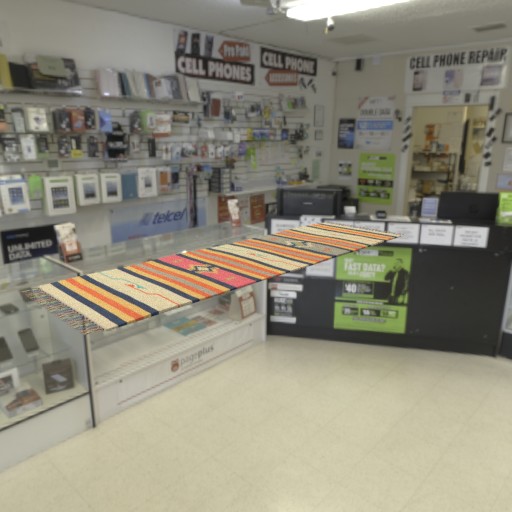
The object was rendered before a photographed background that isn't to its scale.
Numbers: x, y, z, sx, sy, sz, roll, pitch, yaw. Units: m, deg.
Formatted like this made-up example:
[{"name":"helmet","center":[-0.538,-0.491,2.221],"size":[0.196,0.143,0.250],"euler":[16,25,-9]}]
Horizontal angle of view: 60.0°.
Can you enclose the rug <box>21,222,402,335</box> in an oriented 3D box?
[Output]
[{"name":"rug","center":[0.000,0.000,2.687],"size":[2.455,0.017,0.695],"euler":[-15,21,-43]}]
